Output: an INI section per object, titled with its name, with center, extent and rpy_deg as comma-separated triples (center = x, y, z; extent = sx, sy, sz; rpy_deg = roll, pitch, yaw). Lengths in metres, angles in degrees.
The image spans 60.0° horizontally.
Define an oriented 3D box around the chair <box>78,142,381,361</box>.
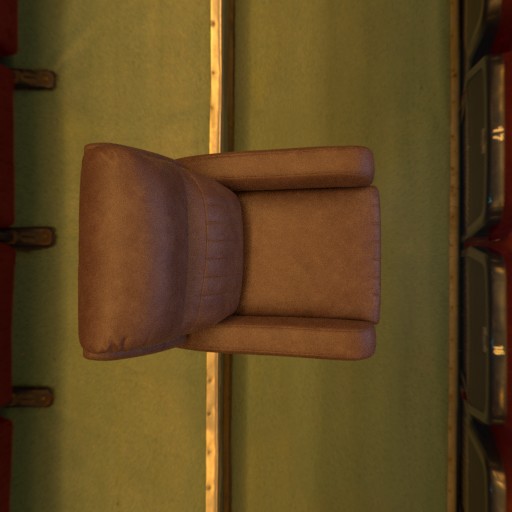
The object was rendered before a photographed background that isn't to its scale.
[chair]
center = 0.000, 0.000, 1.774
extent = 1.067, 1.067, 0.865
rpy_deg = 0, 89, 0
